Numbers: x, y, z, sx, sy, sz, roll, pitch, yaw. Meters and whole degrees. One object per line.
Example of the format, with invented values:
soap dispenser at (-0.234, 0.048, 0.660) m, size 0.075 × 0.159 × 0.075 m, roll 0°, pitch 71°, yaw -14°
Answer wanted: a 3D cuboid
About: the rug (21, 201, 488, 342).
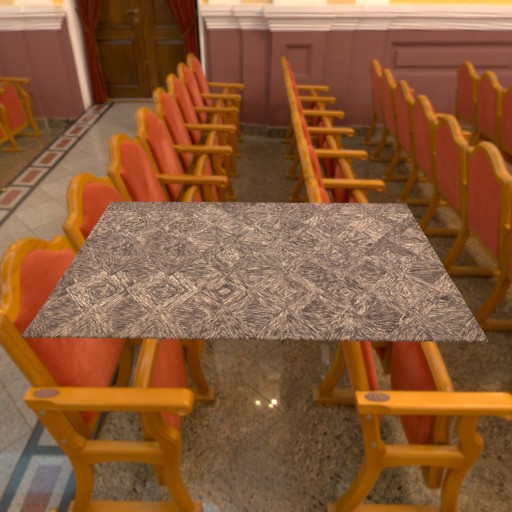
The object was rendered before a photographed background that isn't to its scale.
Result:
rug at (0.000, 0.000, 2.206) m, size 1.808 × 0.011 × 1.189 m, roll 0°, pitch 33°, yaw 1°
